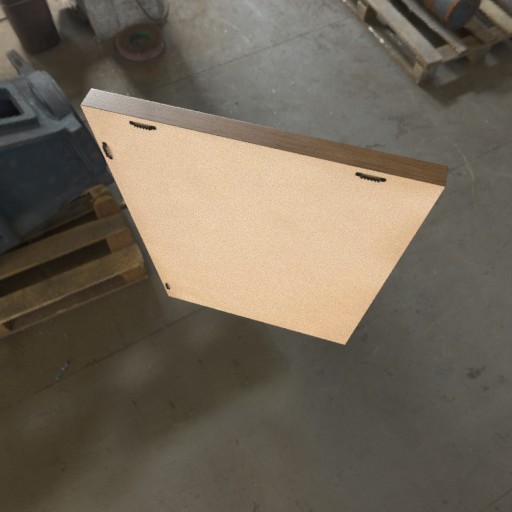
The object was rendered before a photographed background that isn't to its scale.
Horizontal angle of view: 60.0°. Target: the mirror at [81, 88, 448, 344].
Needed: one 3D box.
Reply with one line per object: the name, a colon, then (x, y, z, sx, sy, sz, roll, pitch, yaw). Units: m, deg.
mirror: (0.000, 0.000, 0.914, 0.507, 0.710, 0.040, 14, 64, 7)
